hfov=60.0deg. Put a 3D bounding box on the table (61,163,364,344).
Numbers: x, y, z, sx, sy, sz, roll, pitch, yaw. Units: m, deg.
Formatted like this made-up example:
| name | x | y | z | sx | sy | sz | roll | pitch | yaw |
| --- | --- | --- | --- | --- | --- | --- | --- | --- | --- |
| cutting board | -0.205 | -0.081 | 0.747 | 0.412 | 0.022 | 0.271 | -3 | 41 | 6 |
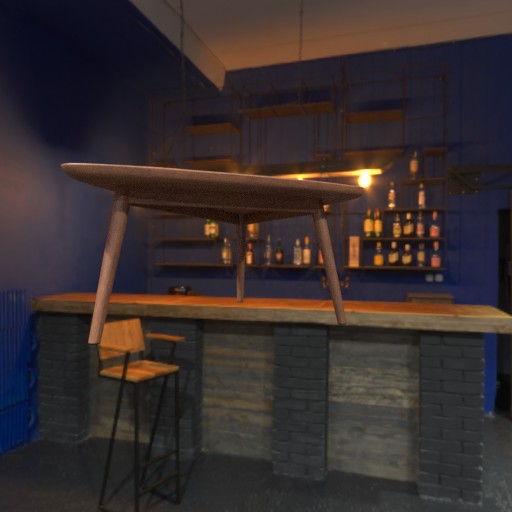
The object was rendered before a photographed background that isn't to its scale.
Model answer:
| name | x | y | z | sx | sy | sz | roll | pitch | yaw |
| --- | --- | --- | --- | --- | --- | --- | --- | --- | --- |
| table | 0.000 | 0.000 | 1.270 | 0.601 | 0.365 | 1.008 | 0 | 0 | 19 |
